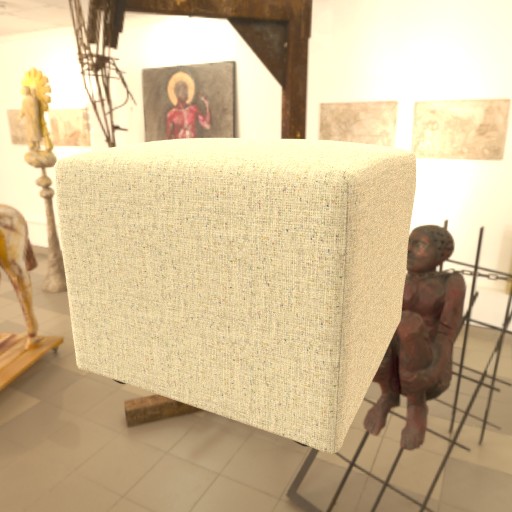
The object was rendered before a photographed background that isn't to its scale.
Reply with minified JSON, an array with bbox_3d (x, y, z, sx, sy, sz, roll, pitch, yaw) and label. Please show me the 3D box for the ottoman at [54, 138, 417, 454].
[{"bbox_3d":[0.000,0.000,0.885,0.521,0.453,0.512,8,19,26],"label":"ottoman"}]
